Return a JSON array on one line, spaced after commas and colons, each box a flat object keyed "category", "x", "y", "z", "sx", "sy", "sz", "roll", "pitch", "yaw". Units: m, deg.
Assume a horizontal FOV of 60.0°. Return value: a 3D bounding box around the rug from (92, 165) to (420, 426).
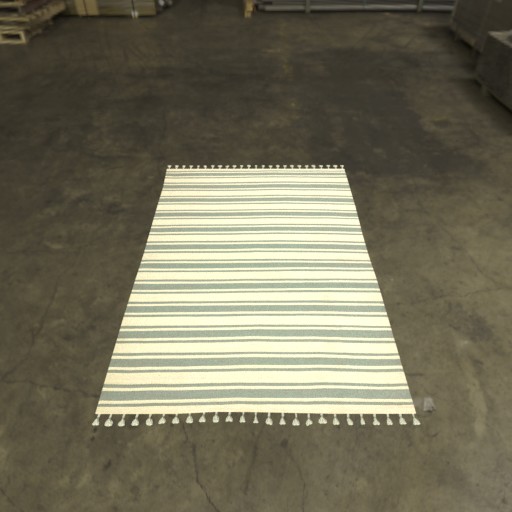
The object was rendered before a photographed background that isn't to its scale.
[{"category": "rug", "x": 0.000, "y": 0.000, "z": 2.974, "sx": 1.539, "sy": 0.011, "sz": 2.410, "roll": 0, "pitch": 41, "yaw": 0}]
